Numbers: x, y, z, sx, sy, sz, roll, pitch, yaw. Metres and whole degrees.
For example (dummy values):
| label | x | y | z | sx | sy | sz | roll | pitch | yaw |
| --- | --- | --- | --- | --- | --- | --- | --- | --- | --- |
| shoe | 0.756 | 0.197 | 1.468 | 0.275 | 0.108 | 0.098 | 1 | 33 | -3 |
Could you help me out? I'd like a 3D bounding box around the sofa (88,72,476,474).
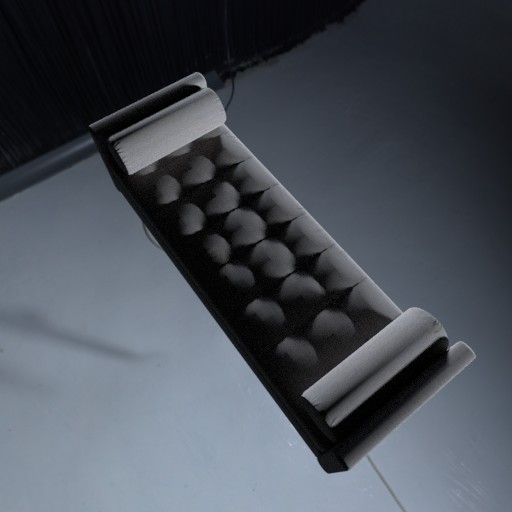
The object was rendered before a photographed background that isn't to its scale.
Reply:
| label | x | y | z | sx | sy | sz | roll | pitch | yaw |
| --- | --- | --- | --- | --- | --- | --- | --- | --- | --- |
| sofa | 0.000 | 0.000 | 2.254 | 0.686 | 0.635 | 1.981 | -34 | 68 | -16 |
